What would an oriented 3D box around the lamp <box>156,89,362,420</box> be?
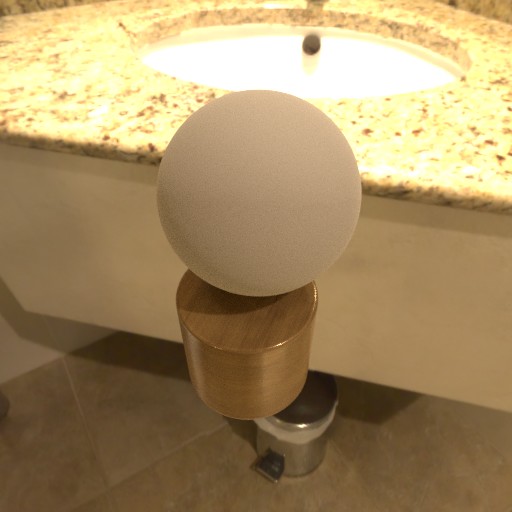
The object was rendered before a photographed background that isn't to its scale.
[{"bbox_3d":[0.000,0.000,0.348,0.141,0.250,0.152,16,46,15],"label":"lamp"}]
